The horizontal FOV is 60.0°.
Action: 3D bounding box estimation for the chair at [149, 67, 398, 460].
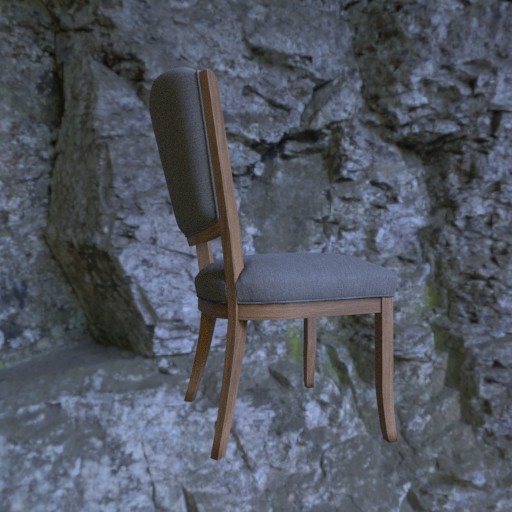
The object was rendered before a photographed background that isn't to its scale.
[{"bbox_3d":[0.000,0.000,1.244,0.584,0.905,0.513,0,-1,-17],"label":"chair"}]
